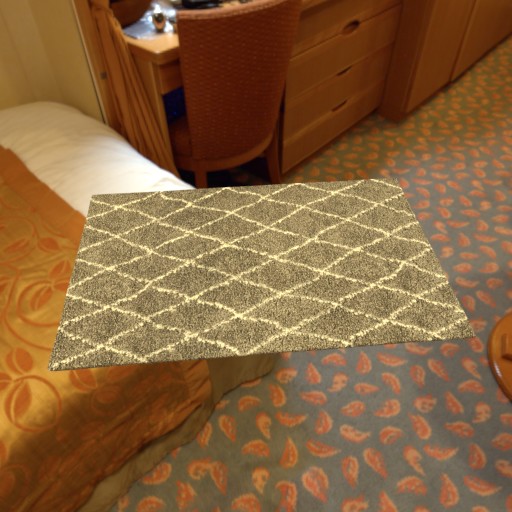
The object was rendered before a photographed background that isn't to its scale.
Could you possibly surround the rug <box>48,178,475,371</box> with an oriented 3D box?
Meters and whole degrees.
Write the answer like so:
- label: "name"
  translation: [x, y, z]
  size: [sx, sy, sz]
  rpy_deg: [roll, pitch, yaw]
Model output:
- label: "rug"
  translation: [0.000, 0.000, 3.024]
  size: [2.438, 0.030, 1.524]
  rpy_deg: [-4, 47, -4]
